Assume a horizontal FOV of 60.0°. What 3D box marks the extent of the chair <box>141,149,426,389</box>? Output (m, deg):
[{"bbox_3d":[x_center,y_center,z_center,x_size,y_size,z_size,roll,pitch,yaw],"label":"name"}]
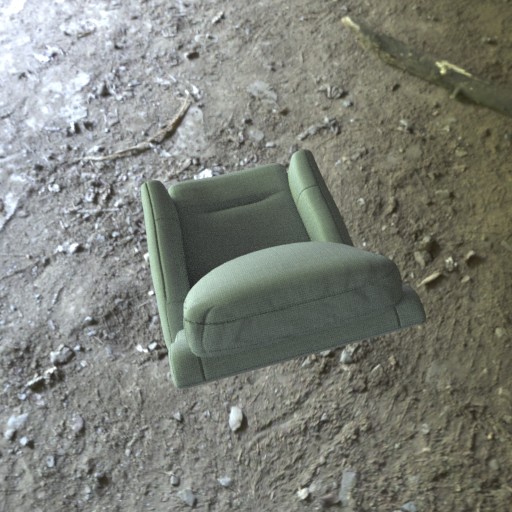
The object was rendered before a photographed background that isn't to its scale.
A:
[{"bbox_3d":[0.000,0.000,1.746,0.829,1.030,1.080,-13,61,-8],"label":"chair"}]
